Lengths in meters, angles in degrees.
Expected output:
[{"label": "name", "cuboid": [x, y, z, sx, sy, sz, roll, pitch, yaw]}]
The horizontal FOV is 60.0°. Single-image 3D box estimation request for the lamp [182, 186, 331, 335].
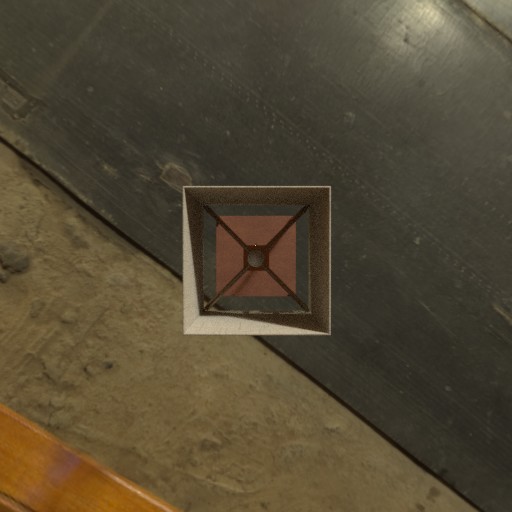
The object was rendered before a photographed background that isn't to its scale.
[{"label": "lamp", "cuboid": [0.000, 0.000, 1.704, 0.308, 1.569, 0.310, 0, 91, 0]}]
